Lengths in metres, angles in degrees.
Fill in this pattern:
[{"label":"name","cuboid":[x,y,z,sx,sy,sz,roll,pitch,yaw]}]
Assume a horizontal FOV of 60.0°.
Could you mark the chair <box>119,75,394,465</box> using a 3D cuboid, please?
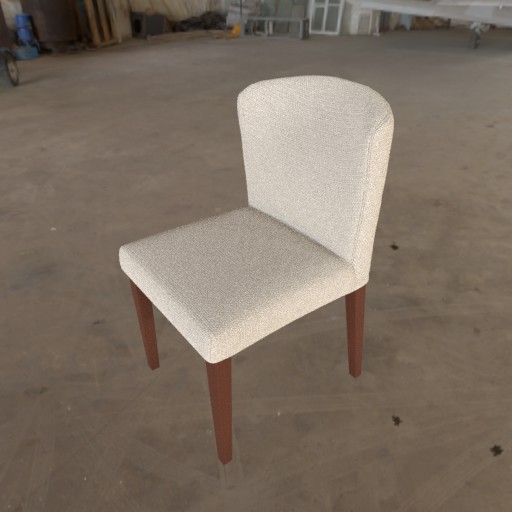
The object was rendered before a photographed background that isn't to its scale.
[{"label":"chair","cuboid":[0.000,0.000,1.189,0.589,0.839,0.491,-22,38,-31]}]
